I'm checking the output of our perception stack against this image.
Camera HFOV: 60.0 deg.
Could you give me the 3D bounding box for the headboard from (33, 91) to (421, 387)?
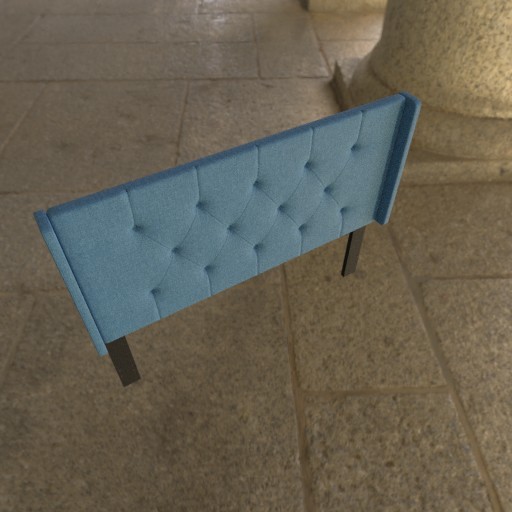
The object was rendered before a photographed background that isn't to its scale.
[{"bbox_3d":[0.000,0.000,2.678,2.051,1.524,0.184,-24,51,-21],"label":"headboard"}]
